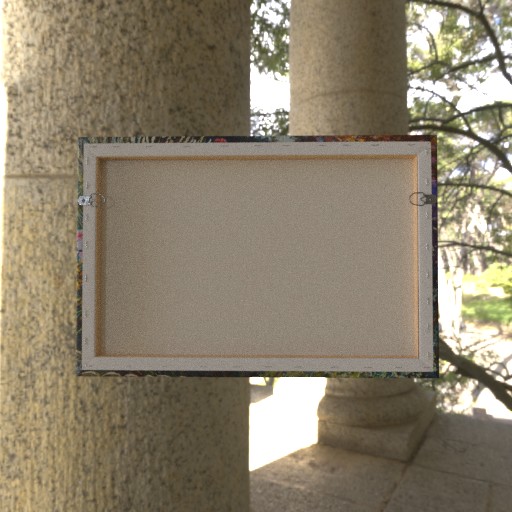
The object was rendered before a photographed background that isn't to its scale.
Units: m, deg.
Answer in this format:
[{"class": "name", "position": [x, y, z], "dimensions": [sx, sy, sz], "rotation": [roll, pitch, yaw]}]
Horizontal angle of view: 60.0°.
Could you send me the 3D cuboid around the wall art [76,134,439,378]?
[{"class": "wall art", "position": [0.000, 0.000, 1.409], "dimensions": [1.136, 0.760, 0.042], "rotation": [0, -1, 1]}]
